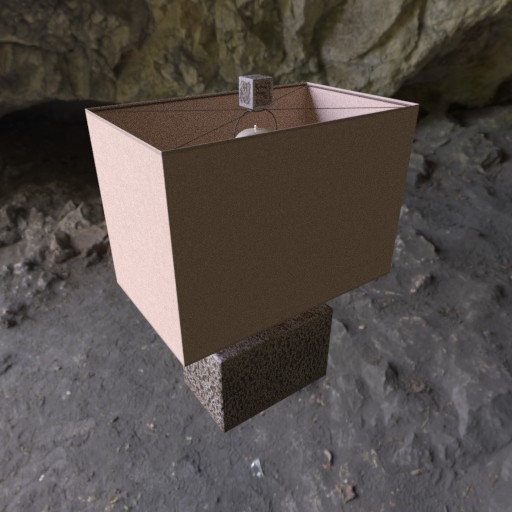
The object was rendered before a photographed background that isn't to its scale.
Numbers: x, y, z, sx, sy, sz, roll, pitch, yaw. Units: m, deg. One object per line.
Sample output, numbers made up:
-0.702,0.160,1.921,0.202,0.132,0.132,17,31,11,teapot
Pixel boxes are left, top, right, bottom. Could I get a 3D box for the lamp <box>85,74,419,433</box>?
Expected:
0.000,0.000,0.543,0.294,0.411,0.180,-19,35,-30,lamp
